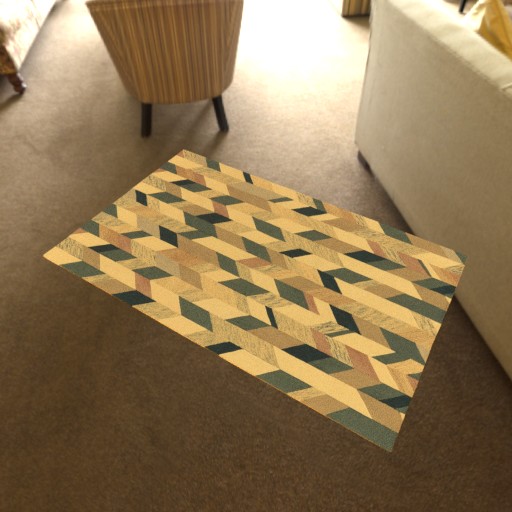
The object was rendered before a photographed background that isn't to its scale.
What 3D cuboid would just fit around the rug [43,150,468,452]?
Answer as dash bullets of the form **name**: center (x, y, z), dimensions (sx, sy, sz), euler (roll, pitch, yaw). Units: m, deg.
- **rug**: center (0.000, 0.000, 2.962), dimensions (2.423, 0.008, 1.513), euler (24, 51, 22)
